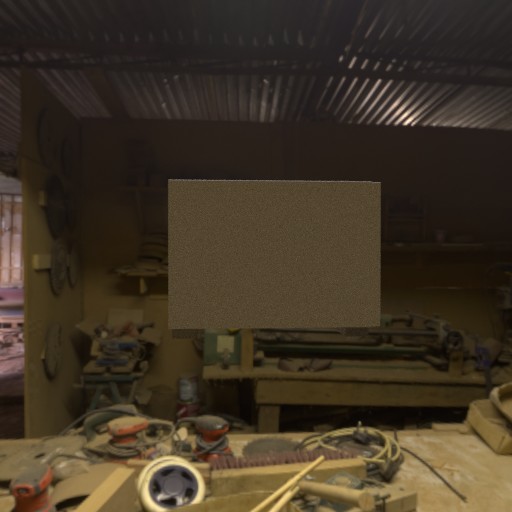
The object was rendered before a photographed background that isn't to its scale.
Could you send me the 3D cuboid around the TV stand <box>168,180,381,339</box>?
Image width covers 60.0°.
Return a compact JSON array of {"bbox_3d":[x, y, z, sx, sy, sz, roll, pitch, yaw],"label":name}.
[{"bbox_3d":[0.000,0.000,1.571,0.420,0.310,1.400,0,1,-3],"label":"TV stand"}]
